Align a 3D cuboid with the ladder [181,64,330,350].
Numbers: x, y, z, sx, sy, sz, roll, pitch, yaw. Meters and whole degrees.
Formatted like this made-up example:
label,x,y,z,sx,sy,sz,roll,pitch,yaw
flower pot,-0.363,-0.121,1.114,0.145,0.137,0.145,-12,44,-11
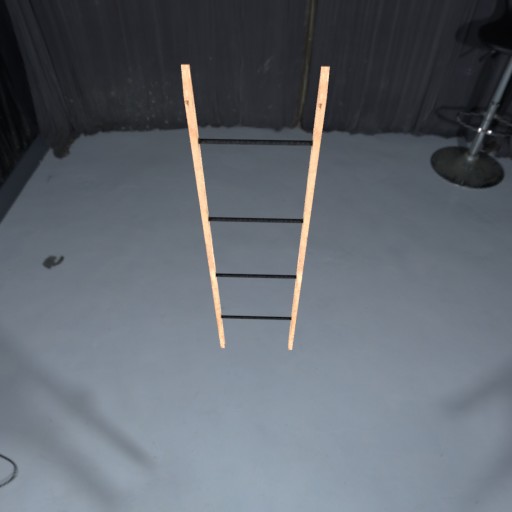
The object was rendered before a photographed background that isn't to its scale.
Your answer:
label,x,y,z,sx,sy,sz,roll,pitch,yaw
ladder,0.000,0.000,2.014,0.442,1.805,0.200,1,47,1
